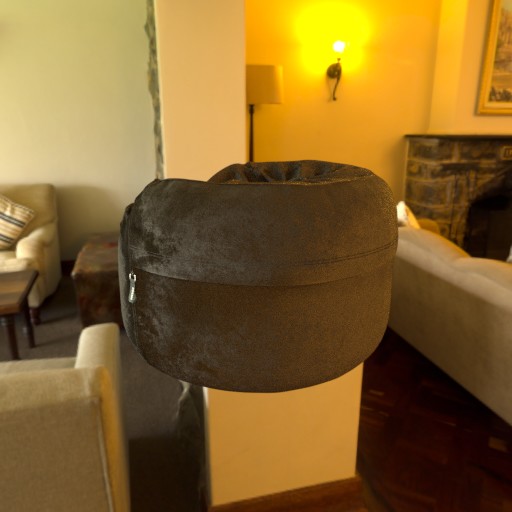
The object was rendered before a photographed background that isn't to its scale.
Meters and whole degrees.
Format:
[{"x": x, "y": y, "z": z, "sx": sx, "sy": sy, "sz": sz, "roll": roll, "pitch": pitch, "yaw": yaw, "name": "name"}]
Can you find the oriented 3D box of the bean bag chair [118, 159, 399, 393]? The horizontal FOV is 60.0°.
[{"x": 0.000, "y": 0.000, "z": 1.518, "sx": 0.918, "sy": 0.605, "sz": 0.918, "roll": 0, "pitch": 16, "yaw": 0, "name": "bean bag chair"}]
